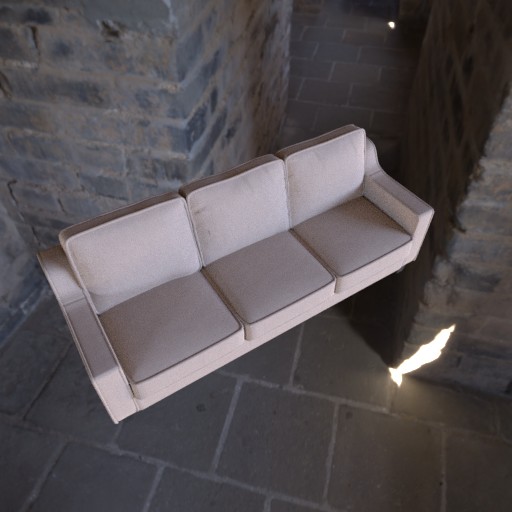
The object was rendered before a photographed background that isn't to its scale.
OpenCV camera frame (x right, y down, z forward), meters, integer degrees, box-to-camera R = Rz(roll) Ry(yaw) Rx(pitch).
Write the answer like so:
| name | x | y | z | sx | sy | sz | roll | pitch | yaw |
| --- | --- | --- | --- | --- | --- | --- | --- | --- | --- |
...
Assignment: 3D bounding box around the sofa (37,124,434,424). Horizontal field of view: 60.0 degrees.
| name | x | y | z | sx | sy | sz | roll | pitch | yaw |
| --- | --- | --- | --- | --- | --- | --- | --- | --- | --- |
| sofa | 0.000 | 0.000 | 2.598 | 2.131 | 0.902 | 0.791 | -25 | 51 | -21 |
